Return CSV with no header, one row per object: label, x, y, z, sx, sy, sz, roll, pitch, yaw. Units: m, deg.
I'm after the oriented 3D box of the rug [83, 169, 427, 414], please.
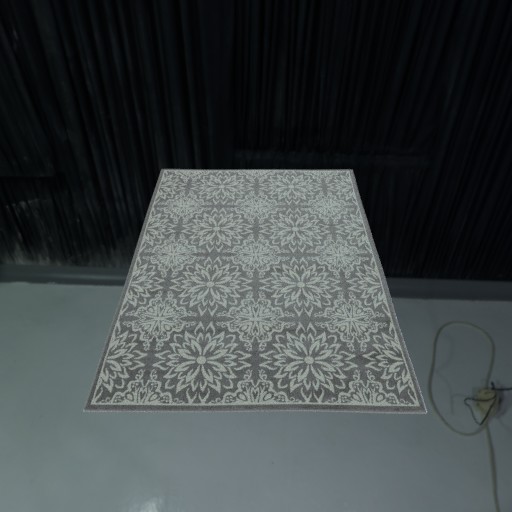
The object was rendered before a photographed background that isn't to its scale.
rug,0.000,0.000,2.898,1.608,0.014,2.213,0,41,0
